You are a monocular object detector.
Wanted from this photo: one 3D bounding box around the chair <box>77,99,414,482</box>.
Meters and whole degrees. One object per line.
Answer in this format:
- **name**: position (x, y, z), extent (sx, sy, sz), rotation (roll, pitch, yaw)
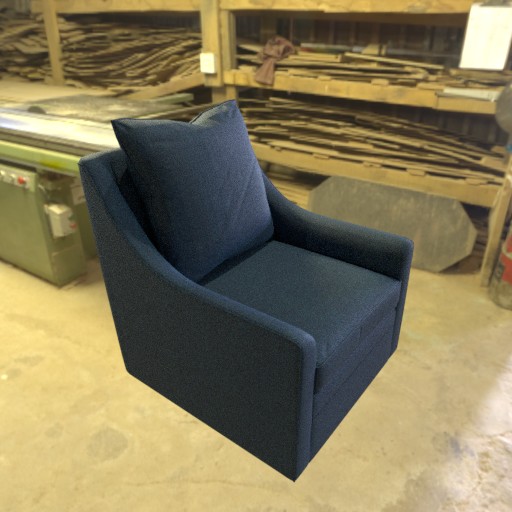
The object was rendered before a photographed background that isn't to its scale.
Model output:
- **chair**: position (0.000, 0.000, 1.555), extent (0.870, 0.939, 0.750), rotation (19, 32, 33)
